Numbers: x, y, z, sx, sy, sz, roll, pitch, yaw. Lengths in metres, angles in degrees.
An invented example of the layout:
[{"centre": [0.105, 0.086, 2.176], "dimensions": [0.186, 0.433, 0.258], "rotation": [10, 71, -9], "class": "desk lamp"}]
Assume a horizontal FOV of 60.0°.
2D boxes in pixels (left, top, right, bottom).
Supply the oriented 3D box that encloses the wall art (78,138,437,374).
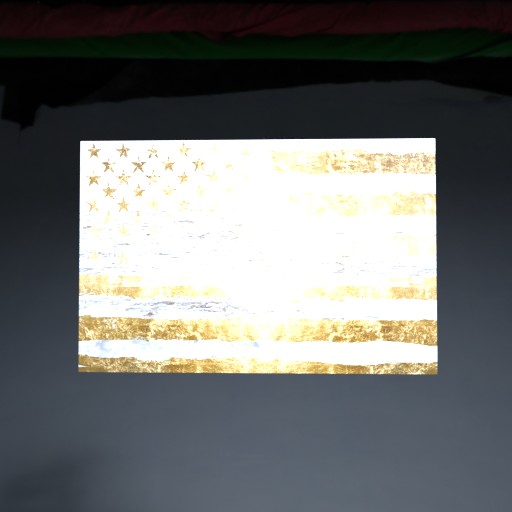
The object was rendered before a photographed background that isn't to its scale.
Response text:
[{"centre": [0.000, 0.000, 1.171], "dimensions": [0.932, 0.610, 0.027], "rotation": [0, -1, 2], "class": "wall art"}]
